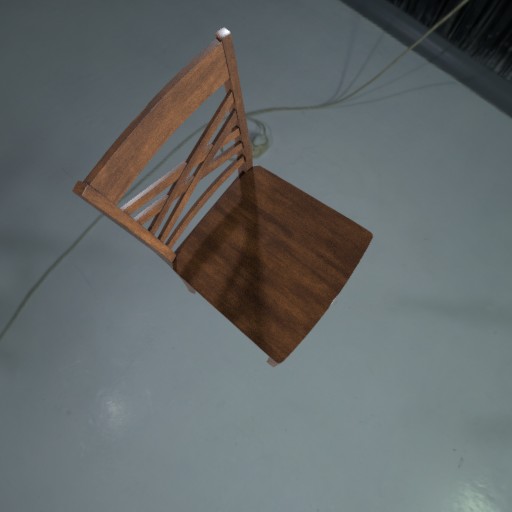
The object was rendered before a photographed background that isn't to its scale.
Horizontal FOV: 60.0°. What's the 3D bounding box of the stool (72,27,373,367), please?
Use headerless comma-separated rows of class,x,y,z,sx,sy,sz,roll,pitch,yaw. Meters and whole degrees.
stool,0.000,0.000,1.301,0.504,1.098,0.426,36,78,9
